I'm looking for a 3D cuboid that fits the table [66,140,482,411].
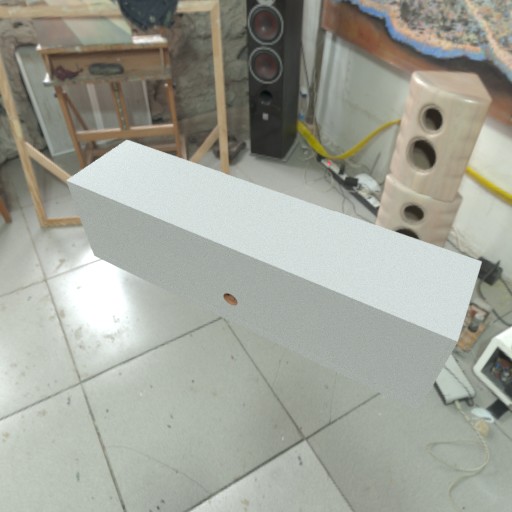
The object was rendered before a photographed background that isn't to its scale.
[{"bbox_3d":[0.000,0.000,1.806,1.550,0.440,0.400,22,49,21],"label":"table"}]
